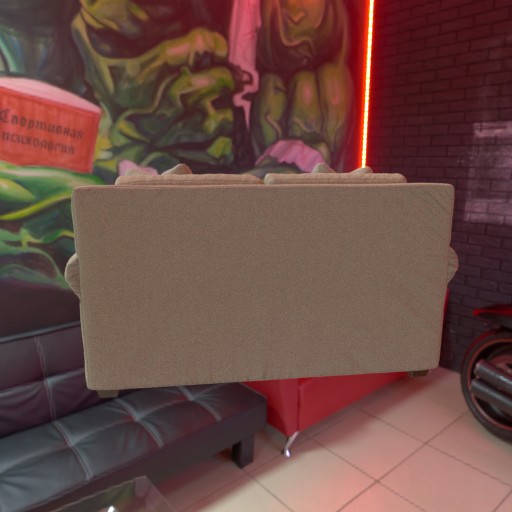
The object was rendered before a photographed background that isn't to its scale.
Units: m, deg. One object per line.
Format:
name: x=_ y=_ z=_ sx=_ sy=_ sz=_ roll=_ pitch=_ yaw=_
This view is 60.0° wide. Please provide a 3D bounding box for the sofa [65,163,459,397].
sofa: x=0.000 y=0.000 z=2.195 sx=1.550 sy=0.905 sz=1.070 roll=-2 pitch=12 yaw=-7
